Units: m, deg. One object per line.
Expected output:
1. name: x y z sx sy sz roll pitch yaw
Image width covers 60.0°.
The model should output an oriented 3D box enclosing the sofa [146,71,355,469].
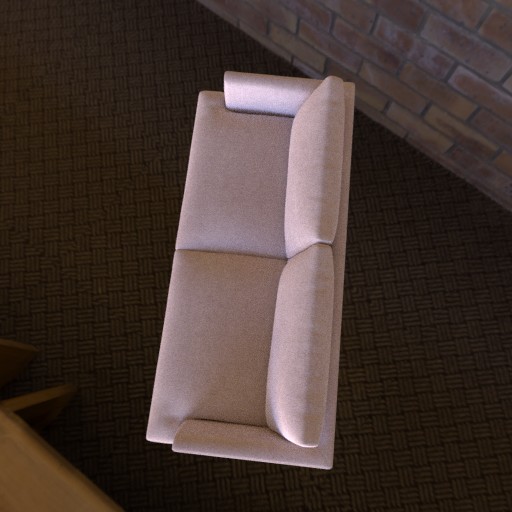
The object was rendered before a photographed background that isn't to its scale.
1. sofa: 0.000 0.000 2.718 1.020 0.868 2.250 6 76 1
